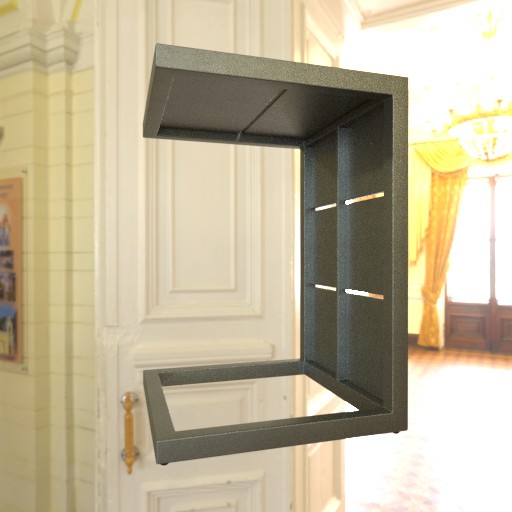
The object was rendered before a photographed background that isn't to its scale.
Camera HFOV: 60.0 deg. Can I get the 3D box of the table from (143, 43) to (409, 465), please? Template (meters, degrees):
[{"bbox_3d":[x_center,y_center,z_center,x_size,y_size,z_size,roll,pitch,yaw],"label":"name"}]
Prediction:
[{"bbox_3d":[0.000,0.000,0.886,0.420,0.609,0.405,0,0,-17],"label":"table"}]
